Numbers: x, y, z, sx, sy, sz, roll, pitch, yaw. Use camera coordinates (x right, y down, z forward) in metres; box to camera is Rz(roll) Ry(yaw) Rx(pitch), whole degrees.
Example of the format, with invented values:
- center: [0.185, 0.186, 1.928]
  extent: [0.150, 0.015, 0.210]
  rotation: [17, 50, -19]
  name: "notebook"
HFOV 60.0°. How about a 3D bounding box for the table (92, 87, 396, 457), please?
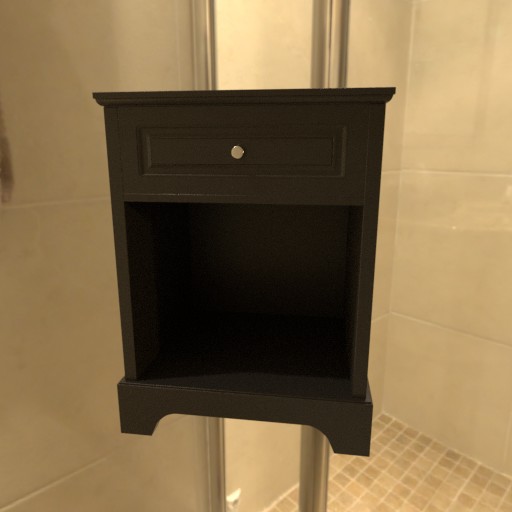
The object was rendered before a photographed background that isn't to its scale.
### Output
- center: [0.000, 0.000, 0.924]
  extent: [0.460, 0.610, 0.399]
  rotation: [2, 14, 8]
  name: "table"
